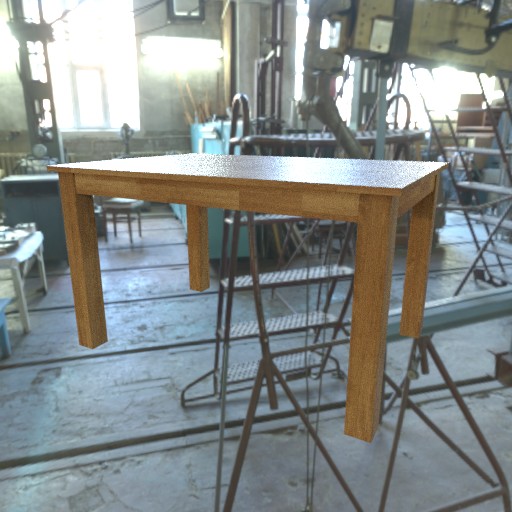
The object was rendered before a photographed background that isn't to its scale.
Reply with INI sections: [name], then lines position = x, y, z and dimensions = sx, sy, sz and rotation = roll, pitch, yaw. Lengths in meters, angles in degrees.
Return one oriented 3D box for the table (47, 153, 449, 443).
[table]
position = 0.000, 0.000, 1.841
dimensions = 1.300, 0.750, 0.900
rotation = 9, 19, 28
